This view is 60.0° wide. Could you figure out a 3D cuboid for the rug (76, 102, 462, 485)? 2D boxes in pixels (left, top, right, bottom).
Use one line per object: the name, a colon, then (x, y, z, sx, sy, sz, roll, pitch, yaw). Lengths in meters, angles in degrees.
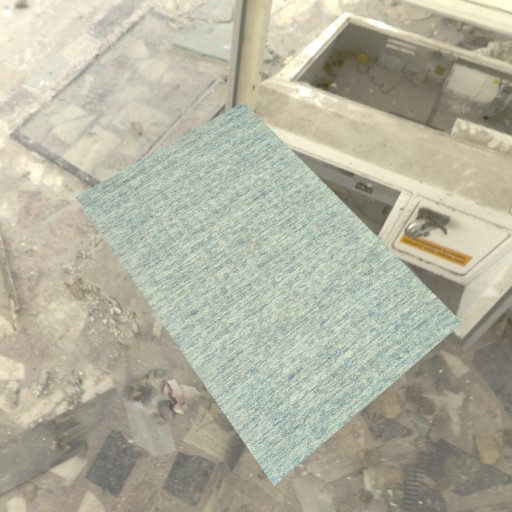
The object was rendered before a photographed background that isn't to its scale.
rug: (0.000, 0.000, 2.266, 1.142, 0.006, 1.752, -34, 69, -15)
